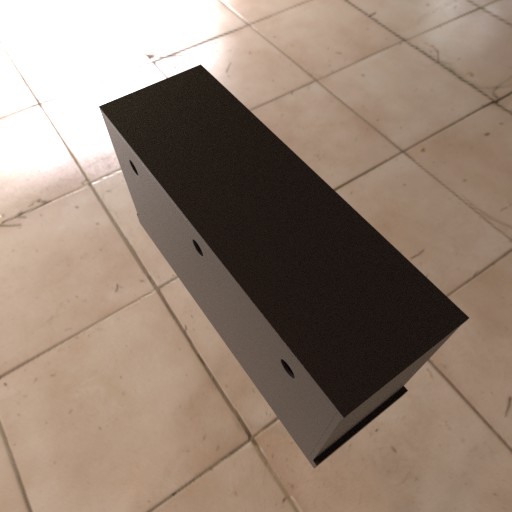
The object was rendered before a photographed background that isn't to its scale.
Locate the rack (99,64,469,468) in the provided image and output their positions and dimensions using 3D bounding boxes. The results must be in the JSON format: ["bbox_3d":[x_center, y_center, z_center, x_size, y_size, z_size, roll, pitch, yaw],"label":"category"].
[{"bbox_3d":[0.000,0.000,1.484,0.399,0.635,1.206,-31,62,-18],"label":"rack"}]
